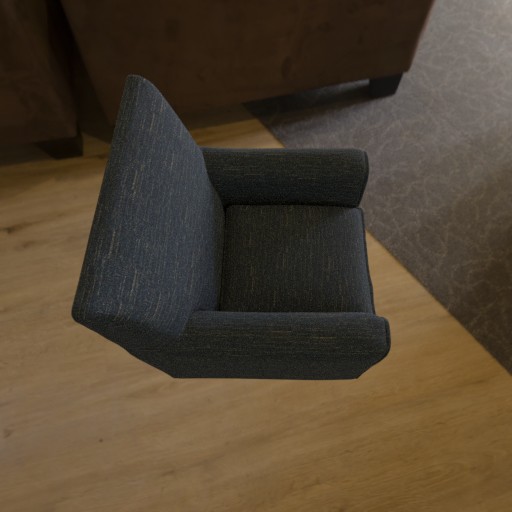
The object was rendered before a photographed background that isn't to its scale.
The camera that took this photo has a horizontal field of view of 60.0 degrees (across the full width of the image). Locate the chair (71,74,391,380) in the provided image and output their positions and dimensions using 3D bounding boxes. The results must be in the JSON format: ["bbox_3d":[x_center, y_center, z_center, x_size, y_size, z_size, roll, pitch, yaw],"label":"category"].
[{"bbox_3d":[0.000,0.000,1.655,0.873,0.928,0.864,1,62,1],"label":"chair"}]
